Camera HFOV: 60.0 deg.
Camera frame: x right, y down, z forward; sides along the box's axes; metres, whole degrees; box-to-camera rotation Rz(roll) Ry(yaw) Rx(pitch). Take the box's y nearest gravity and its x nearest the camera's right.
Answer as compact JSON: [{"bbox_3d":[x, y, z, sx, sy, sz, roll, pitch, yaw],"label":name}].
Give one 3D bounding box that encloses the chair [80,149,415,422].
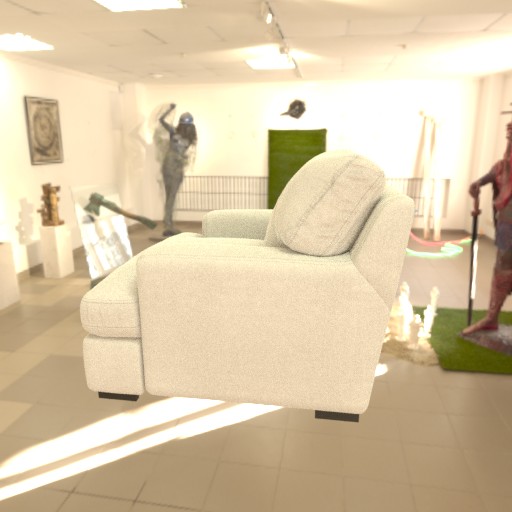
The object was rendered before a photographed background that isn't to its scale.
[{"bbox_3d":[0.000,0.000,2.008,1.158,0.930,1.140,2,15,9],"label":"chair"}]
